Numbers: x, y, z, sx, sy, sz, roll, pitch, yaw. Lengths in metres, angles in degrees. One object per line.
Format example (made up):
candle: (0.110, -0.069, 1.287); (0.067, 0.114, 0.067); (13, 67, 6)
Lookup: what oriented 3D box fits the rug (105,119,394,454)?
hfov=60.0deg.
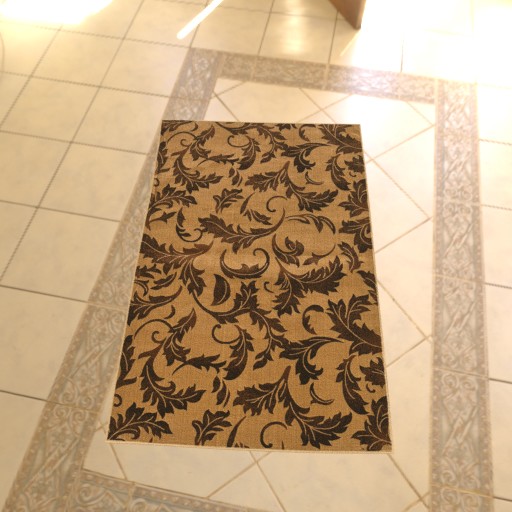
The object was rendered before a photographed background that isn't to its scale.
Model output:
rug: (0.000, 0.000, 2.829); (1.522, 0.008, 2.284); (2, 63, 1)
